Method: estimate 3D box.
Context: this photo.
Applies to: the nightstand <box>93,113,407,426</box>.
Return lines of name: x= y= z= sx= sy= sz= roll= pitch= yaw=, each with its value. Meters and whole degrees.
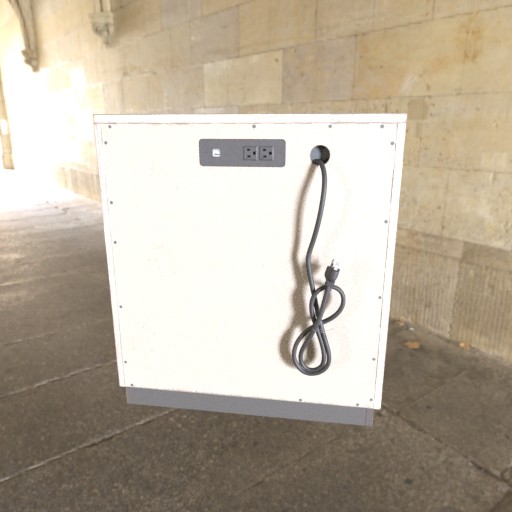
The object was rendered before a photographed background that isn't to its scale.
nightstand: x=0.000 y=0.000 z=1.114 sx=0.612 sy=0.673 sz=0.483 roll=2 pitch=17 yaw=8
